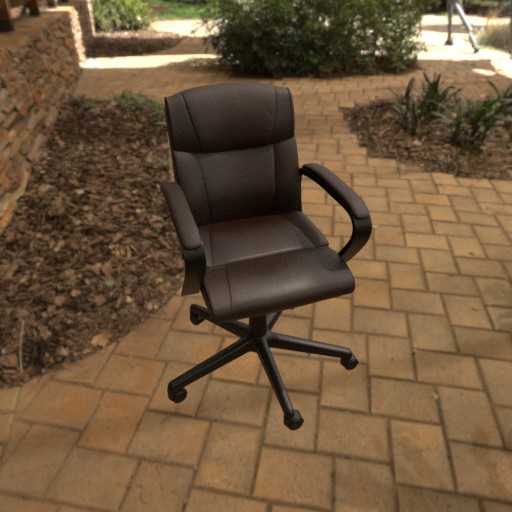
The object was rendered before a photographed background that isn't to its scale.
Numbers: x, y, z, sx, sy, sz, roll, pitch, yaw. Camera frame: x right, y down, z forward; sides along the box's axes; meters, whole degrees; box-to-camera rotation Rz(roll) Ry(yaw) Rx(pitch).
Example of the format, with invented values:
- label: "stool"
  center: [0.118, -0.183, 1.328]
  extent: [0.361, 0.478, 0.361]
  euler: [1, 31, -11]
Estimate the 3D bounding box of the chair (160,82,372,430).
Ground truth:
- label: "chair"
  center: [0.000, 0.000, 1.524]
  extent: [0.739, 1.004, 0.717]
  euler: [-10, 35, -15]
